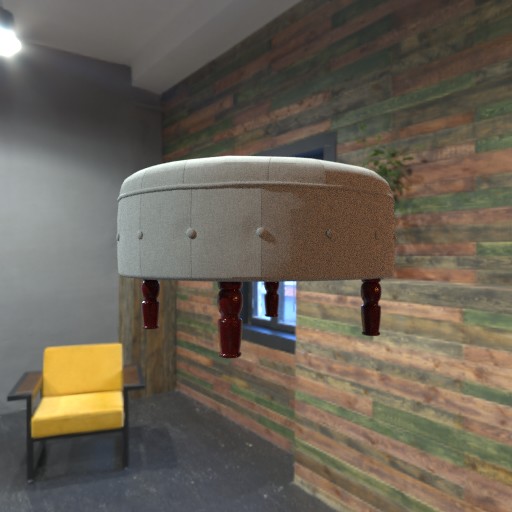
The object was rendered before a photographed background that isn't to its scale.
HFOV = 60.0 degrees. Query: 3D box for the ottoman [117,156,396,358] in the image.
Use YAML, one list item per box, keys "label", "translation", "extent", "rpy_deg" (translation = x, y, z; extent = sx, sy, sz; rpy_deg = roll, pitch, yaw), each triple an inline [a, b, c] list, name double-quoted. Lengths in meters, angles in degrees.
- label: "ottoman"
  translation: [0.000, 0.000, 1.422]
  extent: [0.850, 0.483, 0.850]
  rpy_deg: [0, 0, 0]
